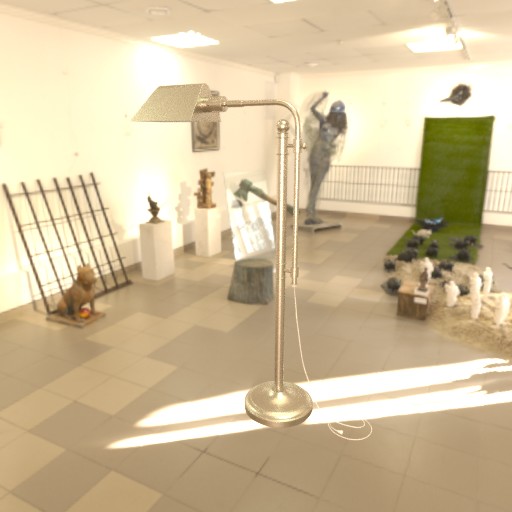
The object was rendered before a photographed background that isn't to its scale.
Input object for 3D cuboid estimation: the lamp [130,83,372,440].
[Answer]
[{"bbox_3d":[0.000,0.000,0.958,0.546,0.708,0.159,8,18,26],"label":"lamp"}]
